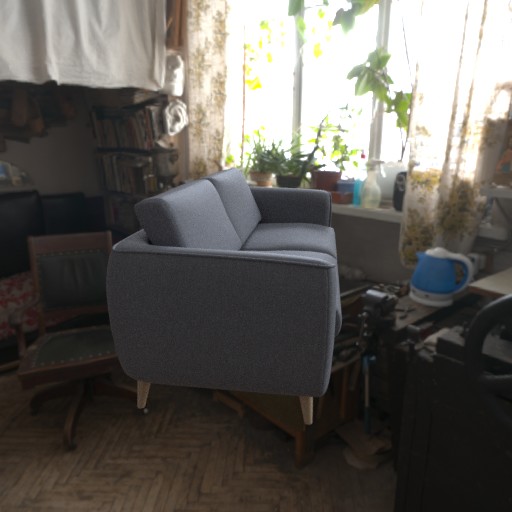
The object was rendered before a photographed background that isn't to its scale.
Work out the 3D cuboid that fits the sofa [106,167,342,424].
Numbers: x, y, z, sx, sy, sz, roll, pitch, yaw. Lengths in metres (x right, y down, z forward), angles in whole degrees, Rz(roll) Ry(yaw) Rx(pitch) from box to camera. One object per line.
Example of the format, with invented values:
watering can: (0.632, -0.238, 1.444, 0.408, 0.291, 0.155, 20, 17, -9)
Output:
sofa: (0.000, 0.000, 2.567, 0.920, 0.870, 2.000, 2, 16, 8)
